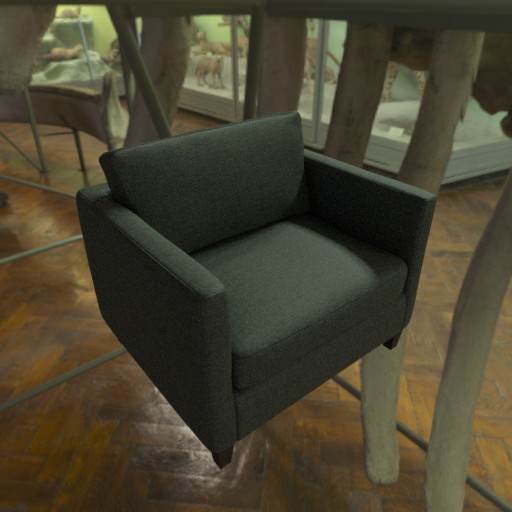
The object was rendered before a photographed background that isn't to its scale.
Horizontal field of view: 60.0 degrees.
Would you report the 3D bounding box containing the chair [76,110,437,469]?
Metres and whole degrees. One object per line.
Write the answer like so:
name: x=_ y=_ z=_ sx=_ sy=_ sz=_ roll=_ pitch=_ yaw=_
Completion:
chair: x=0.000 y=0.000 z=1.835 sx=1.107 sy=0.963 sz=0.959 roll=-22 pitch=37 yaw=-32
